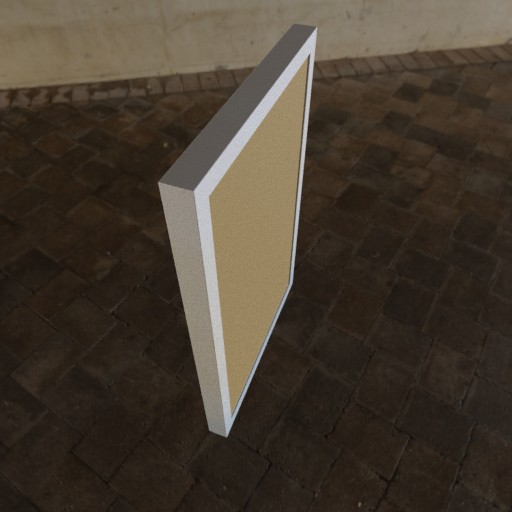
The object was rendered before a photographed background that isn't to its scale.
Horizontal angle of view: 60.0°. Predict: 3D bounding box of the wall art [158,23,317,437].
[{"bbox_3d":[0.000,0.000,0.763,0.038,0.611,0.408,16,50,14],"label":"wall art"}]
